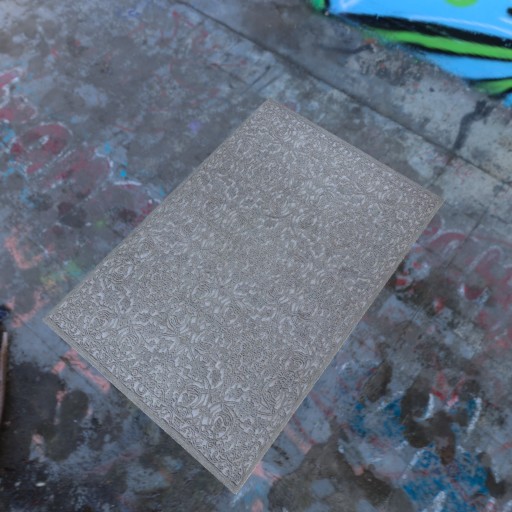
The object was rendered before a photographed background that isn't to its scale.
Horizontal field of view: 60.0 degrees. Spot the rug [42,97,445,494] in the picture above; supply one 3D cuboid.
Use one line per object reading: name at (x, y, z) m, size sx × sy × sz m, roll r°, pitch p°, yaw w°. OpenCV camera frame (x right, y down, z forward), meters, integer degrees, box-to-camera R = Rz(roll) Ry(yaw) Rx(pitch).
rug at (0.000, 0.000, 2.305) m, size 1.221 × 0.006 × 1.827 m, roll 35°, pitch 70°, yaw 15°
